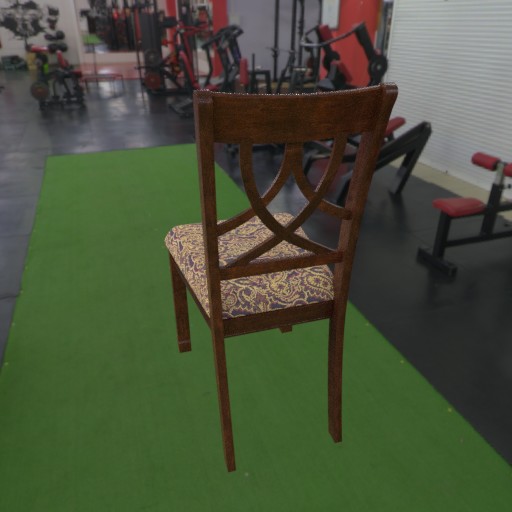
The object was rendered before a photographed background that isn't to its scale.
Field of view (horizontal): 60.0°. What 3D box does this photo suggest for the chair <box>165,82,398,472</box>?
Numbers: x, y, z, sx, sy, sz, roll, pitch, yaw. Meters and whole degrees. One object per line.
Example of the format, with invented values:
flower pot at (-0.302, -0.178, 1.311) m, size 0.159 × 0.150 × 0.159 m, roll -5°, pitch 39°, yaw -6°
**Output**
chair at (0.000, 0.000, 1.254) m, size 0.457 × 0.965 × 0.584 m, roll -8°, pitch 29°, yaw -15°
